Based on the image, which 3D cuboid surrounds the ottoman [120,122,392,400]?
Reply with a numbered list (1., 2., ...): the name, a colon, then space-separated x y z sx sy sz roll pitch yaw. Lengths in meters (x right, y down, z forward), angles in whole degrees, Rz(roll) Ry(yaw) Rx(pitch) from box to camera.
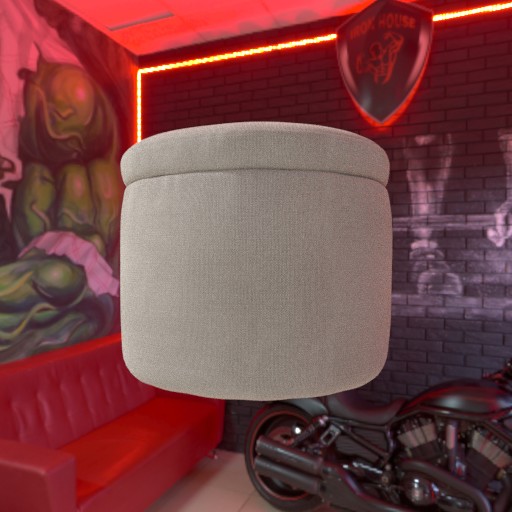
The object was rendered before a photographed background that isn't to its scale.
1. ottoman: 0.000 0.000 0.848 0.497 0.409 0.497 0 0 0
